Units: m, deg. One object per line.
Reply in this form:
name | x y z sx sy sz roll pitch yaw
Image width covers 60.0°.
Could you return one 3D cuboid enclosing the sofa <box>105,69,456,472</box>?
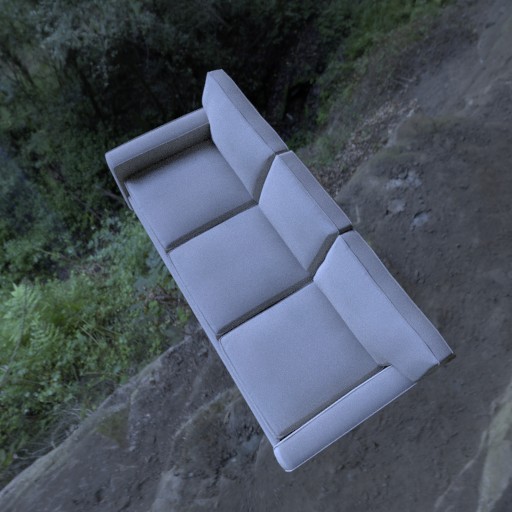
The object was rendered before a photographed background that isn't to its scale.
sofa | 0.000 0.000 2.564 0.935 0.862 2.088 -29 68 -13
